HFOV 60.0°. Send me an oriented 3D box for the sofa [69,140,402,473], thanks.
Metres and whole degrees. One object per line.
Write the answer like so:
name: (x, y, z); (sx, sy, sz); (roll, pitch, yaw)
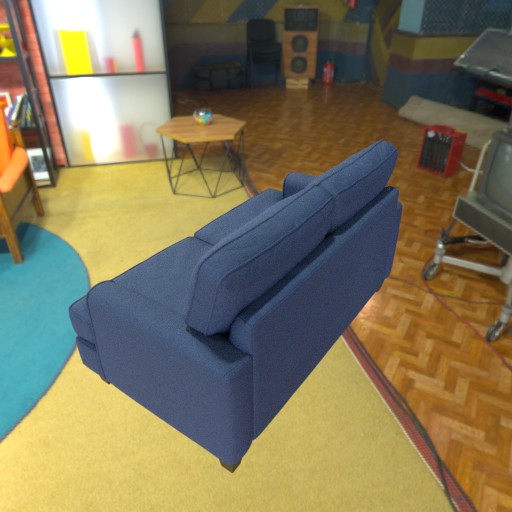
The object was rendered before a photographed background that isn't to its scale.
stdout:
sofa: (0.000, 0.000, 2.272); (0.965, 0.965, 1.651); (21, 38, 29)
